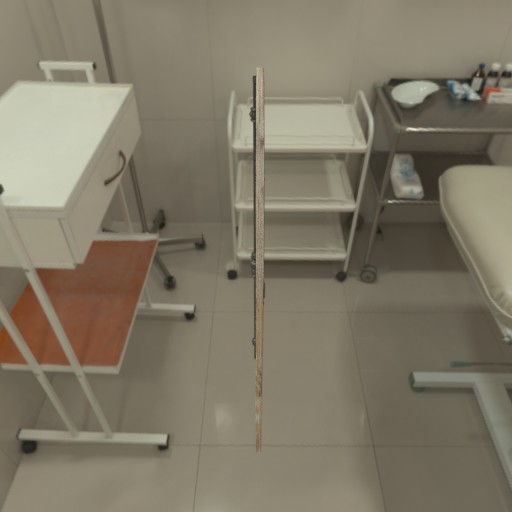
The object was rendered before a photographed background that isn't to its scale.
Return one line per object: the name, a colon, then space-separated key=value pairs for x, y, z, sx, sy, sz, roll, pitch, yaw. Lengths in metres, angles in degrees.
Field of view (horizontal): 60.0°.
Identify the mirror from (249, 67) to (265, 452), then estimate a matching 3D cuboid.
mirror: x=0.000 y=0.000 z=1.137 sx=0.032 sy=0.915 sz=0.609 roll=0 pitch=43 yaw=0
